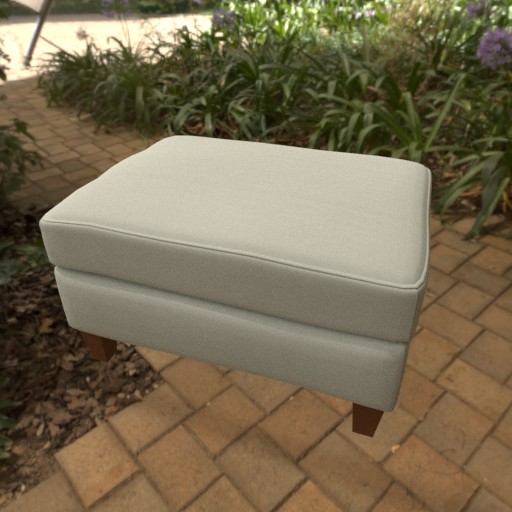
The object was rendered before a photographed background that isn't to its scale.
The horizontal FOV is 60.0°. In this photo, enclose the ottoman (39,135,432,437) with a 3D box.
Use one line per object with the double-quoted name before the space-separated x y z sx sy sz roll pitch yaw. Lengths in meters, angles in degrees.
"ottoman" 0.000 0.000 1.187 0.818 0.496 0.634 11 34 16
